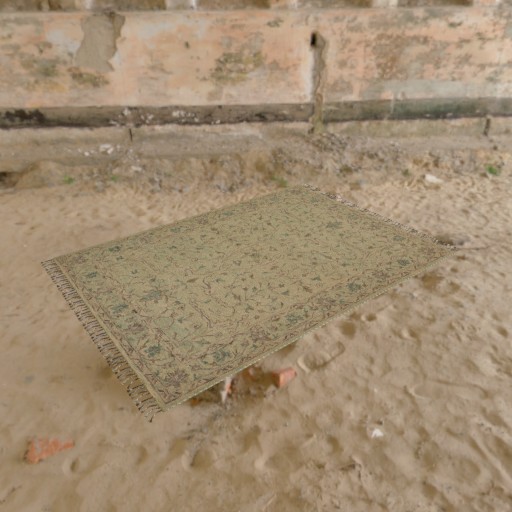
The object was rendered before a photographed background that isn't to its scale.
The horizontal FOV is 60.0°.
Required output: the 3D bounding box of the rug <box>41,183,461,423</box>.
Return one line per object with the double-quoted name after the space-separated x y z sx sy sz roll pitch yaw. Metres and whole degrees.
0.000 0.000 2.286 1.802 0.008 1.247 -21 37 -32 "rug"
